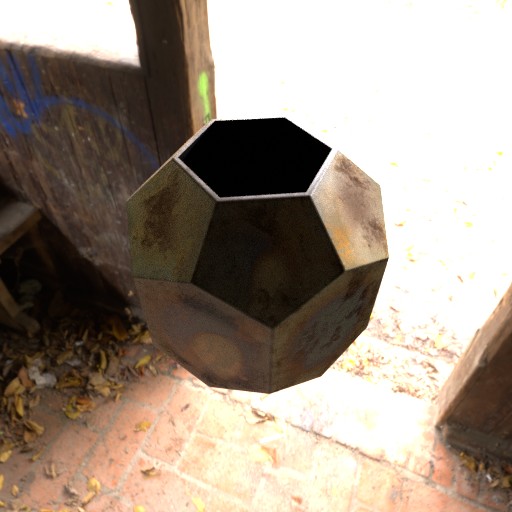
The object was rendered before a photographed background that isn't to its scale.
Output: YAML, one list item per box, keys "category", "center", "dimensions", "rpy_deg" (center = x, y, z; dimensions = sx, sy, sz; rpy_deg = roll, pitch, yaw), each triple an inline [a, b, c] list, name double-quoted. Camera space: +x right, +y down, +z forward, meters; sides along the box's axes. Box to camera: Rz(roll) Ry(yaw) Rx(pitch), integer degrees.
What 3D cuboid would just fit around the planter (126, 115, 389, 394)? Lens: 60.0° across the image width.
- category: "planter"
  center: [0.000, 0.000, 0.439]
  dimensions: [0.221, 0.238, 0.243]
  rpy_deg: [-4, 46, -4]
